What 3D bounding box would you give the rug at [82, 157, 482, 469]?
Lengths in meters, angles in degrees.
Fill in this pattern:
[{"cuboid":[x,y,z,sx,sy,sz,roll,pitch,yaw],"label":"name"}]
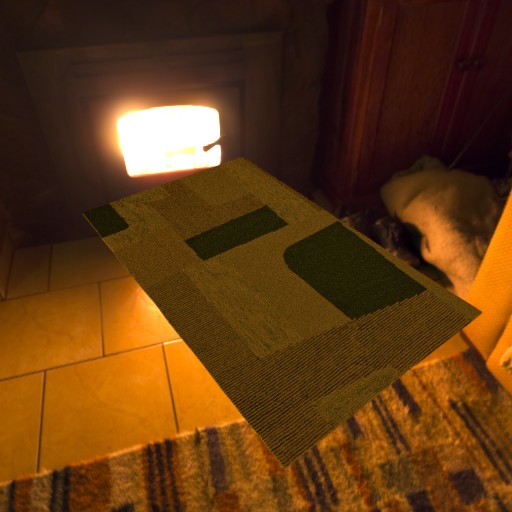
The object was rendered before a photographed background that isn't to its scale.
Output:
[{"cuboid":[0.000,0.000,3.009,1.521,0.015,2.436,-26,46,-27],"label":"rug"}]
